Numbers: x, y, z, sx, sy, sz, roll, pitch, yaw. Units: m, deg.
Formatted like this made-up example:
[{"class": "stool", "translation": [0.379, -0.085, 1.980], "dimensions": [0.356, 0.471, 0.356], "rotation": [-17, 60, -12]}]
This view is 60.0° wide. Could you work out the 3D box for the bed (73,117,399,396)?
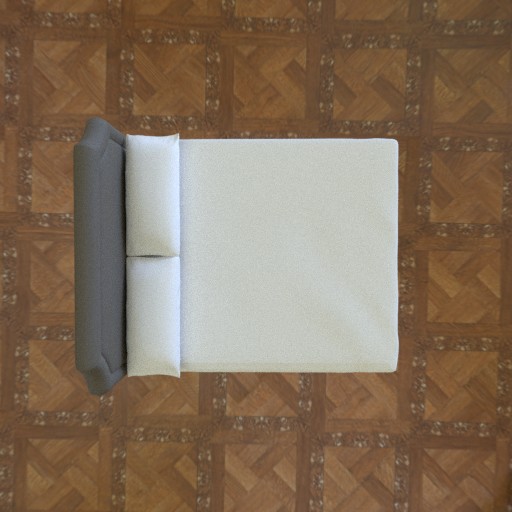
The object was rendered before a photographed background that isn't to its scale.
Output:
[{"class": "bed", "translation": [0.000, 0.000, 3.828], "dimensions": [2.536, 1.561, 2.194], "rotation": [0, 91, 1]}]
